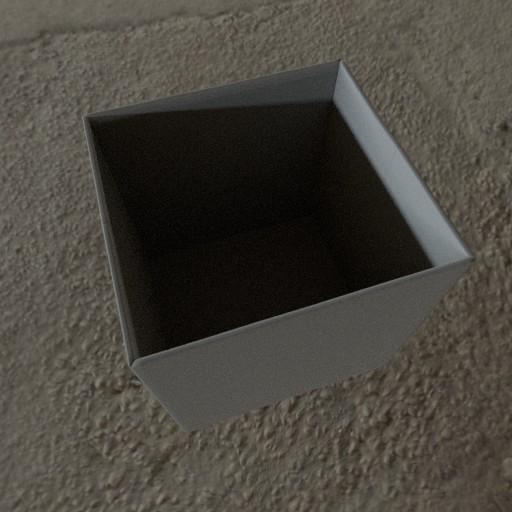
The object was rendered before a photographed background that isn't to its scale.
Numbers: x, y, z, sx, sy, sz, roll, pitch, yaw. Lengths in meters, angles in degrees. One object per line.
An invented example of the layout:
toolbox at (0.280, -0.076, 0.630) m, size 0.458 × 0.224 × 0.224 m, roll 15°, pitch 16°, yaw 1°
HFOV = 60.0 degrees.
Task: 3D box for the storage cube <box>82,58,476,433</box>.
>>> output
storage cube at (0.000, 0.000, 0.497) m, size 0.270 × 0.280 × 0.270 m, roll -16°, pitch 61°, yaw -9°
